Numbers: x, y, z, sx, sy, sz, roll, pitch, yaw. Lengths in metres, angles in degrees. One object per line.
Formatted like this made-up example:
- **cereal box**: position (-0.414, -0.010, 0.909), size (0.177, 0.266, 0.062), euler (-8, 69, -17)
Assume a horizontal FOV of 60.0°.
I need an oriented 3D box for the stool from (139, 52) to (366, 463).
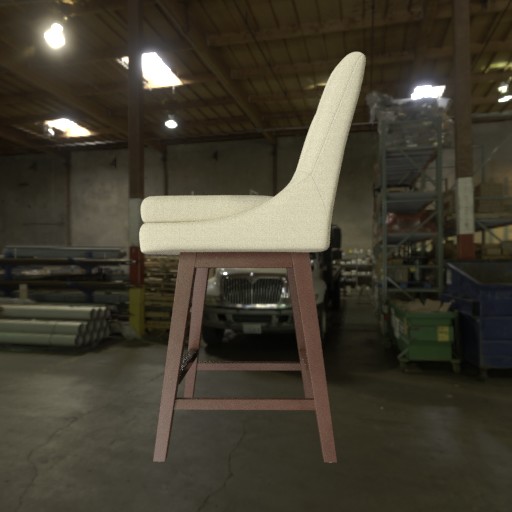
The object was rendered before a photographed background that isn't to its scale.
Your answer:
- **stool**: position (0.000, 0.000, 1.277), size (0.559, 0.991, 0.483), euler (0, 0, 1)
